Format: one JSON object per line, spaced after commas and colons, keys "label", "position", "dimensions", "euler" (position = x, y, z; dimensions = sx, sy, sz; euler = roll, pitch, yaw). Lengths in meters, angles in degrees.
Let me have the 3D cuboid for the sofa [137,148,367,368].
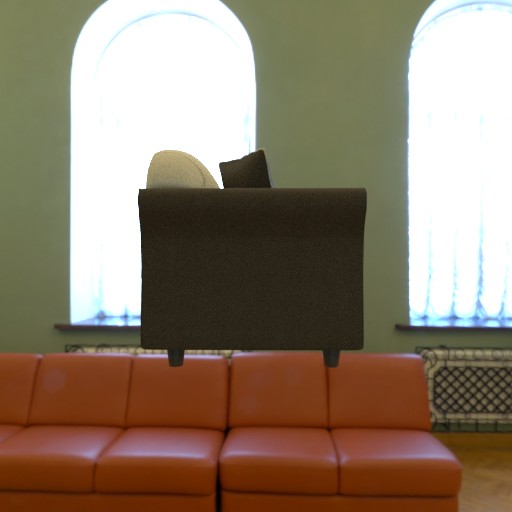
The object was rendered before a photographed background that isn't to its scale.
{"label": "sofa", "position": [0.000, 0.000, 2.436], "dimensions": [0.755, 0.787, 2.001], "euler": [0, 0, 1]}
